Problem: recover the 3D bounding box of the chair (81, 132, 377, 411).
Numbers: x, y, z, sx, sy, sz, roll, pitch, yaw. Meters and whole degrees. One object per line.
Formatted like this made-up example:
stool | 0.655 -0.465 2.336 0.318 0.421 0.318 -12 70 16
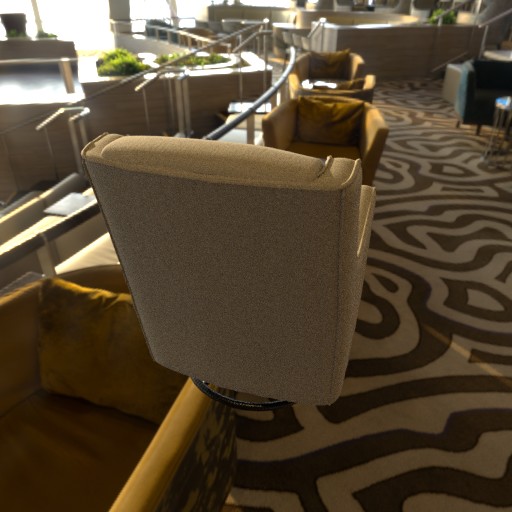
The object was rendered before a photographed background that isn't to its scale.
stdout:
chair | 0.000 0.000 1.557 0.732 0.993 0.879 10 33 15
